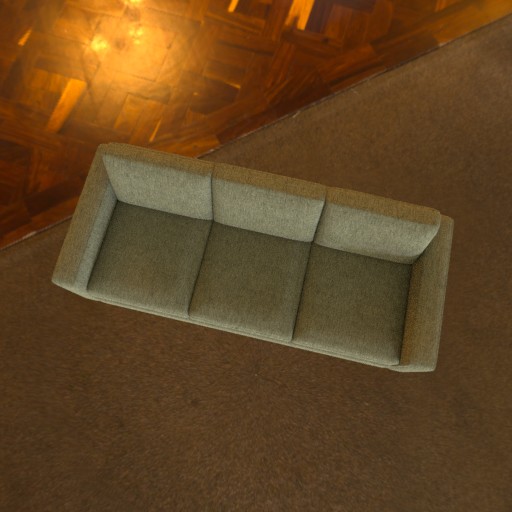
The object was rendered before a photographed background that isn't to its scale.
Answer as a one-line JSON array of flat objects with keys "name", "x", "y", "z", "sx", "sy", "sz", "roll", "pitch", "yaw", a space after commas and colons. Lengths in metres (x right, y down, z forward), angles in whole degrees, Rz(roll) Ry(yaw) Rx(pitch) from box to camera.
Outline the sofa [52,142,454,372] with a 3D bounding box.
[{"name": "sofa", "x": 0.000, "y": 0.000, "z": 2.656, "sx": 2.160, "sy": 0.800, "sz": 0.900, "roll": 13, "pitch": 75, "yaw": 3}]
